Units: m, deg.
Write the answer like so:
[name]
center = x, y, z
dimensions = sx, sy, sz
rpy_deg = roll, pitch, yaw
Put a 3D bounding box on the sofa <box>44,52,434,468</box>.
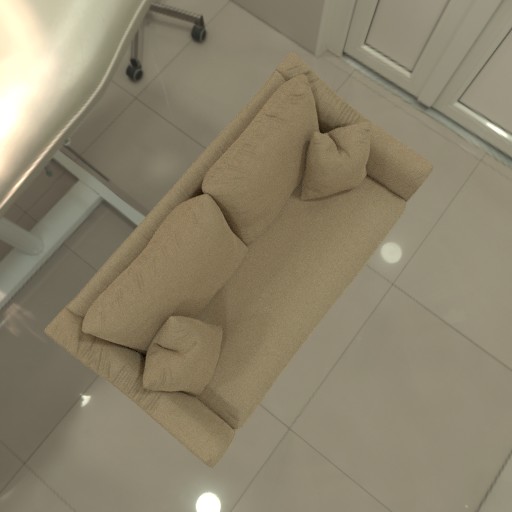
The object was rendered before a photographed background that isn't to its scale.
[sofa]
center = 0.000, 0.000, 2.572
dimensions = 1.072, 1.018, 2.010
rpy_deg = 37, 79, 9
